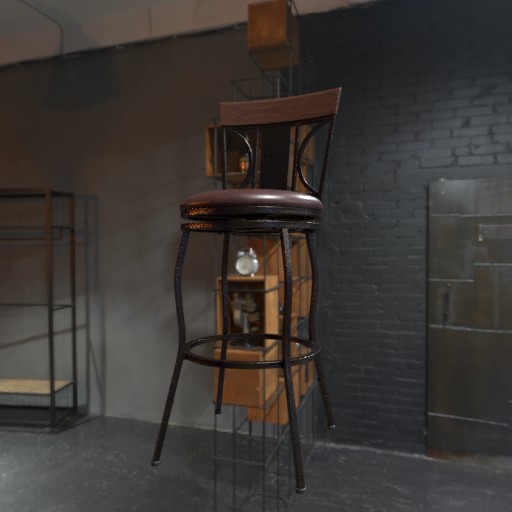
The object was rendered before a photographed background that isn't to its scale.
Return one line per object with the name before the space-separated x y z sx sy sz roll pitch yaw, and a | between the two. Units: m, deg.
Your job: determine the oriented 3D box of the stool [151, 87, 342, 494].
stool | 0.000 0.000 1.361 0.448 1.130 0.513 0 1 20
